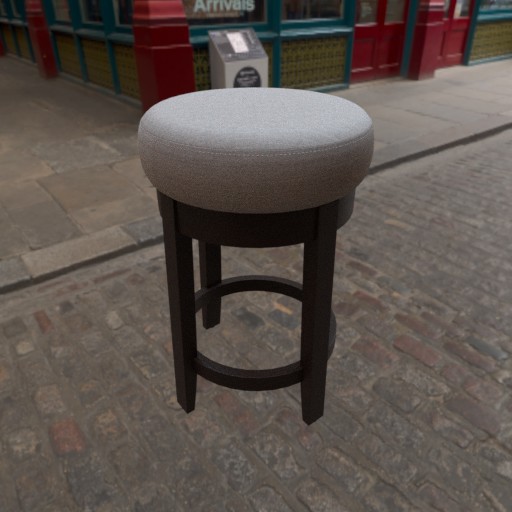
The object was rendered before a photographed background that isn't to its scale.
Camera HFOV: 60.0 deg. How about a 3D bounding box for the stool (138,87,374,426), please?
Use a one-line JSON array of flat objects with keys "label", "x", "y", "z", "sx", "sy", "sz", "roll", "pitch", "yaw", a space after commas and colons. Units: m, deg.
[{"label": "stool", "x": 0.000, "y": 0.000, "z": 0.987, "sx": 0.443, "sy": 0.672, "sz": 0.443, "roll": 0, "pitch": 31, "yaw": 0}]
